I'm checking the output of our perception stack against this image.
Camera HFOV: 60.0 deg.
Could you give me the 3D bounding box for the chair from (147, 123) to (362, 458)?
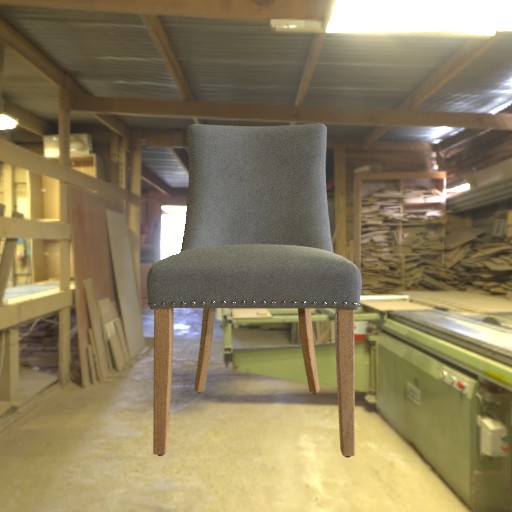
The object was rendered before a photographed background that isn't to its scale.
[{"bbox_3d":[0.000,0.000,1.278,0.495,0.902,0.610,0,0,1],"label":"chair"}]
